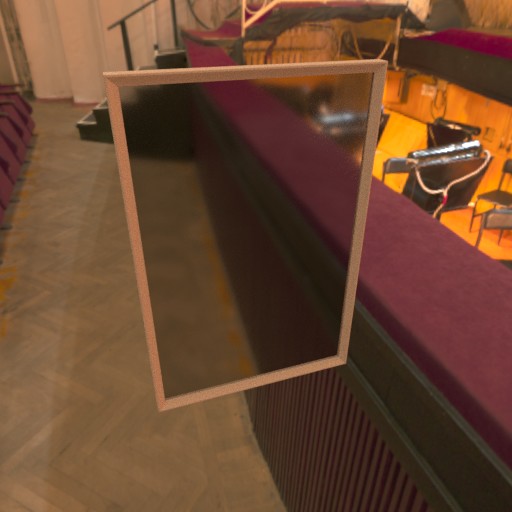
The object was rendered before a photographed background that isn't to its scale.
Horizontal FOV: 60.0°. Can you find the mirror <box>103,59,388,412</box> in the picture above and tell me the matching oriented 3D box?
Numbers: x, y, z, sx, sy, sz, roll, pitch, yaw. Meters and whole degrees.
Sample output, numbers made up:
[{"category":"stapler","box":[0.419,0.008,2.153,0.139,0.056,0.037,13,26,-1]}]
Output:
[{"category":"mirror","box":[0.000,0.000,1.151,0.609,0.915,0.041,-10,32,-16]}]
